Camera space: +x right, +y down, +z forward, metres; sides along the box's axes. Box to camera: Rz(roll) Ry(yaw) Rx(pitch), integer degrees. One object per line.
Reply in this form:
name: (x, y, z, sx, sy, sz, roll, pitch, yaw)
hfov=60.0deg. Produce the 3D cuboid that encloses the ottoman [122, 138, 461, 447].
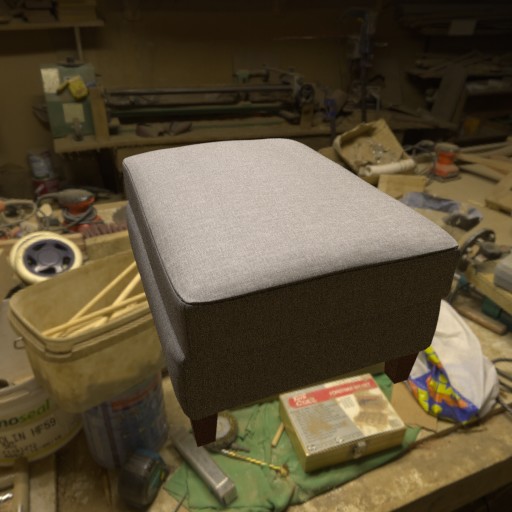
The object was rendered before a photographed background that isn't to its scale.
ottoman: (0.000, 0.000, 1.265, 0.639, 0.494, 0.873, -11, 32, -18)
